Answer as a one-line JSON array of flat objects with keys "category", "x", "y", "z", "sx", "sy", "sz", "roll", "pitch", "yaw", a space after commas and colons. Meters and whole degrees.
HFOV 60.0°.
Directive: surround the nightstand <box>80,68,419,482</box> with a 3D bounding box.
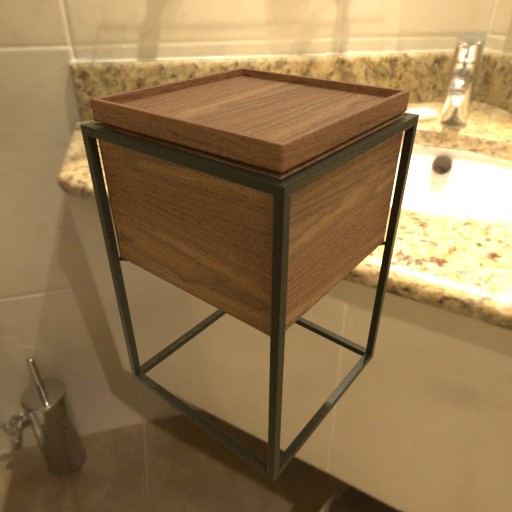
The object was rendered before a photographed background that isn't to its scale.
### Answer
[{"category": "nightstand", "x": 0.000, "y": 0.000, "z": 0.868, "sx": 0.397, "sy": 0.607, "sz": 0.397, "roll": 23, "pitch": 39, "yaw": 32}]
